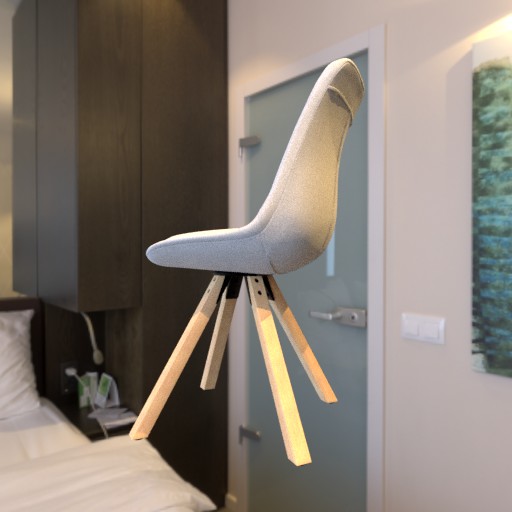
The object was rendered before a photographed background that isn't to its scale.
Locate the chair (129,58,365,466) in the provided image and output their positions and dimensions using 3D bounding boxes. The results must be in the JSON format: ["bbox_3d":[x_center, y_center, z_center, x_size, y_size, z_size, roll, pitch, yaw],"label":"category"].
[{"bbox_3d":[0.000,0.000,1.164,0.549,0.863,0.474,0,1,19],"label":"chair"}]
